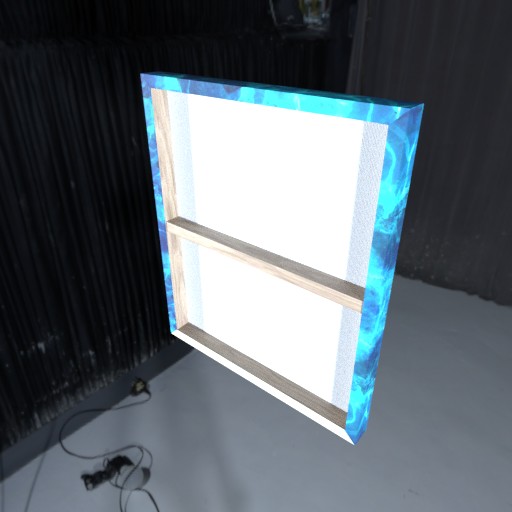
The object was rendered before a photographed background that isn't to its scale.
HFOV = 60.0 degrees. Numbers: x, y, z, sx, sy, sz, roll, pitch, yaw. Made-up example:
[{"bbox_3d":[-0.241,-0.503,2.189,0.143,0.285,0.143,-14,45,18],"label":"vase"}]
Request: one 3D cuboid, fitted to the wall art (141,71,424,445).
[{"bbox_3d":[0.000,0.000,0.701,0.432,0.508,0.038,22,36,34],"label":"wall art"}]
